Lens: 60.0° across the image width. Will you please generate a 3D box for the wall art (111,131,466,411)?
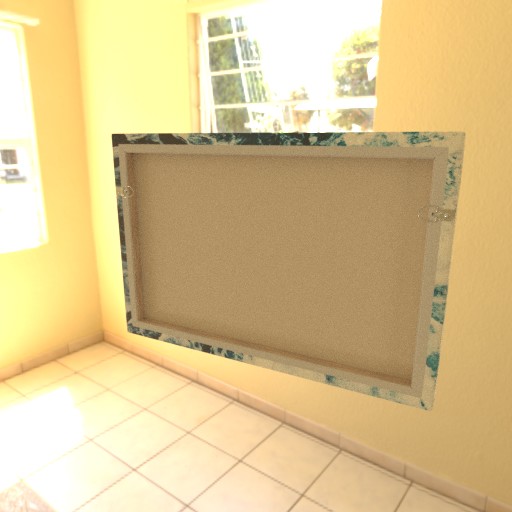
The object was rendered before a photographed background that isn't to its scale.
[{"bbox_3d":[0.000,0.000,1.897,1.524,1.017,0.055,8,17,27],"label":"wall art"}]
